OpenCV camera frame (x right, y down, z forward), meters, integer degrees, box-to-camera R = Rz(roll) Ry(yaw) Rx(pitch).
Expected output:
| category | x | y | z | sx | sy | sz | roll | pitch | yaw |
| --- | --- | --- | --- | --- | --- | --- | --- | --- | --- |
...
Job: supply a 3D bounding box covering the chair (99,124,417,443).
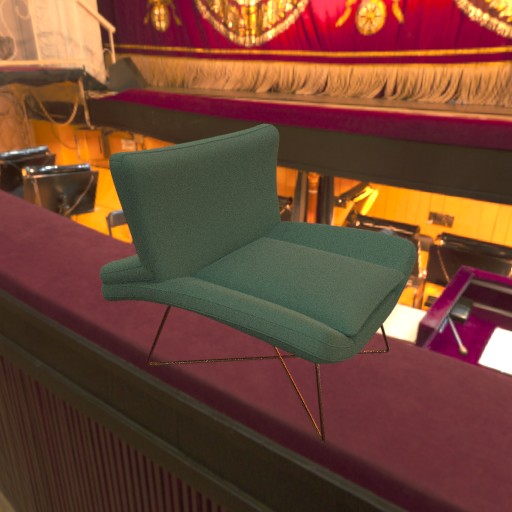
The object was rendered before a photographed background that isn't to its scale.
| category | x | y | z | sx | sy | sz | roll | pitch | yaw |
| --- | --- | --- | --- | --- | --- | --- | --- | --- | --- |
| chair | 0.000 | 0.000 | 1.690 | 1.008 | 0.855 | 0.859 | 16 | 28 | 32 |
